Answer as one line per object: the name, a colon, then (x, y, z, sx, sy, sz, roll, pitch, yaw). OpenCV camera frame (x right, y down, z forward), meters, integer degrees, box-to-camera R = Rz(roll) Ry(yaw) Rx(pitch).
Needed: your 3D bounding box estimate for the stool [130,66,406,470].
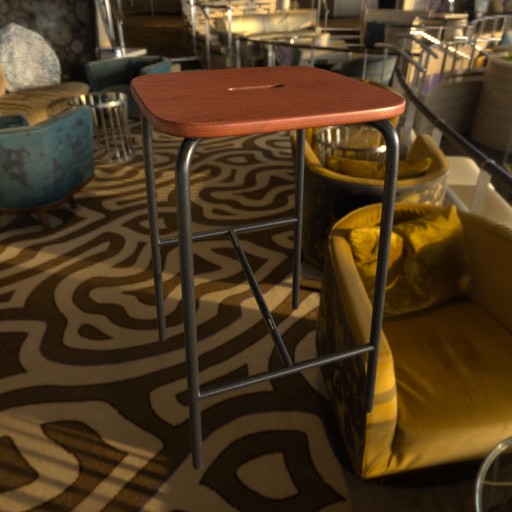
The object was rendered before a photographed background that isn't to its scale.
stool: (0.000, 0.000, 0.841, 0.376, 0.610, 0.376, -11, 33, -17)
